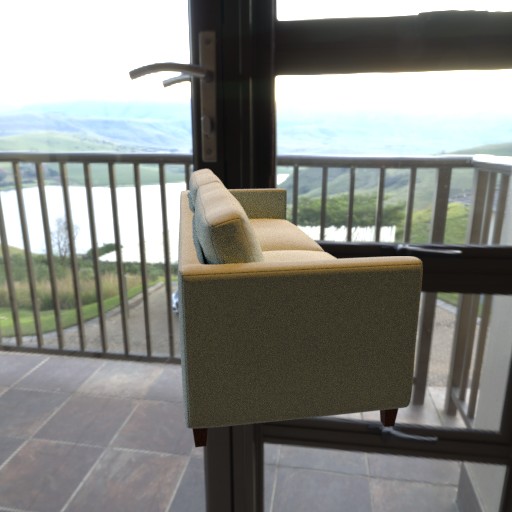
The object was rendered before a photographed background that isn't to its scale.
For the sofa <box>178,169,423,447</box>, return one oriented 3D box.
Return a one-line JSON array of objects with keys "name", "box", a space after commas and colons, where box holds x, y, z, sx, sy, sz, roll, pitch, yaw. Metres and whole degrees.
[{"name": "sofa", "box": [0.000, 0.000, 2.809, 0.948, 0.965, 2.434, -2, 15, -9]}]
